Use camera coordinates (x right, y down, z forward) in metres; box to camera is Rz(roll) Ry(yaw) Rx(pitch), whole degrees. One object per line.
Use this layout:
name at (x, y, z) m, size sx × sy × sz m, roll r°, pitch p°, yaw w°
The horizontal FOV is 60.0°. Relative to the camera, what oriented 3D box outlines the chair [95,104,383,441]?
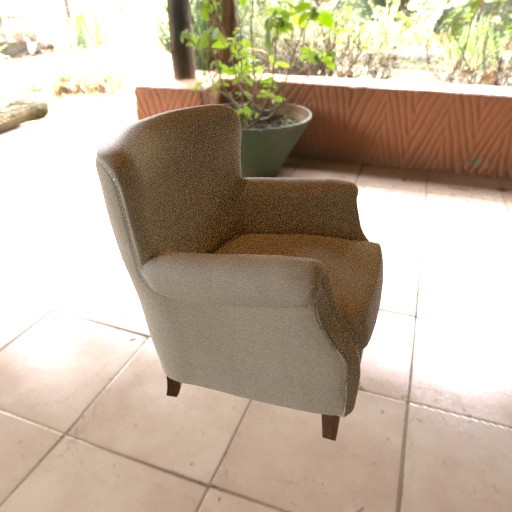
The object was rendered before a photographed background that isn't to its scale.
chair at (0.000, 0.000, 1.632) m, size 0.921 × 0.936 × 0.861 m, roll 9°, pitch 30°, yaw 17°
